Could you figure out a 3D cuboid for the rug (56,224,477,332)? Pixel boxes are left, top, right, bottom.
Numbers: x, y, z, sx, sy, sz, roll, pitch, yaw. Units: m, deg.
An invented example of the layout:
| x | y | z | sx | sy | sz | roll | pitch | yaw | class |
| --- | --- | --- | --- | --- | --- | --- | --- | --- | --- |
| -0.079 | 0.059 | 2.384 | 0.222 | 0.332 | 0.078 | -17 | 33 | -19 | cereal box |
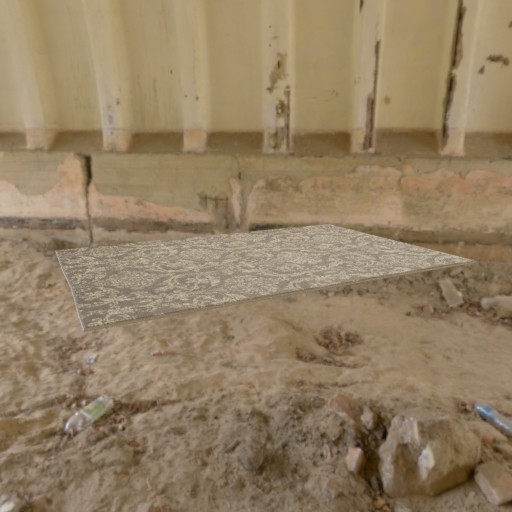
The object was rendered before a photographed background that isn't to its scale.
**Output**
| x | y | z | sx | sy | sz | roll | pitch | yaw | class |
| --- | --- | --- | --- | --- | --- | --- | --- | --- | --- |
| 0.000 | 0.000 | 3.451 | 2.746 | 0.018 | 1.819 | -7 | 16 | -27 | rug |
